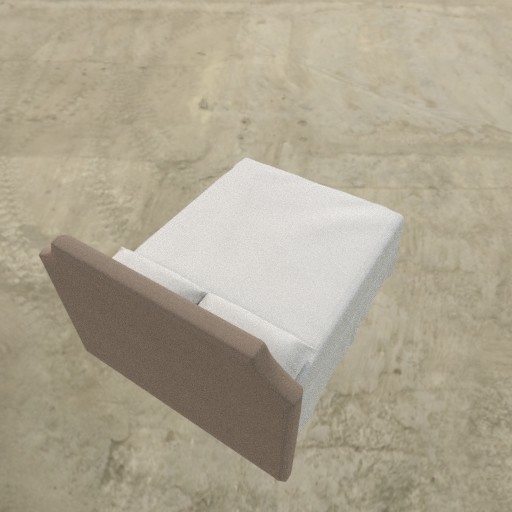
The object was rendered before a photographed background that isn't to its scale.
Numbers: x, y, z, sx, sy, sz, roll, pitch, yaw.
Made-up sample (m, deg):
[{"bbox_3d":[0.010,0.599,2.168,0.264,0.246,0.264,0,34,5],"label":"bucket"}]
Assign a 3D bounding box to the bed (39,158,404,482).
[{"bbox_3d":[0.000,0.000,3.304,1.828,1.303,2.164,25,51,22],"label":"bed"}]
